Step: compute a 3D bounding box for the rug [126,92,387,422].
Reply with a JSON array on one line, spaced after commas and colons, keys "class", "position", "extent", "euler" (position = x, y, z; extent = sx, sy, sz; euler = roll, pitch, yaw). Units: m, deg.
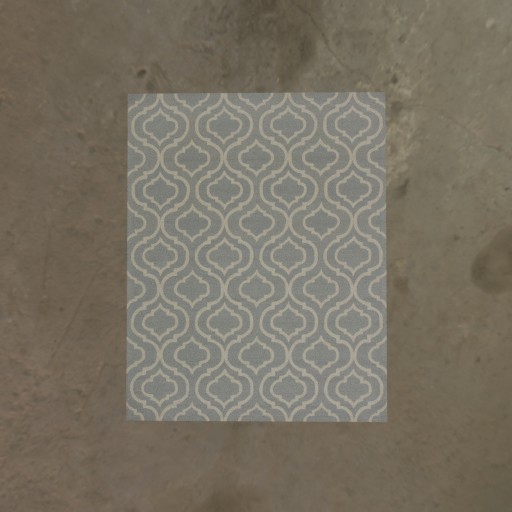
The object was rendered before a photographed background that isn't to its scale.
[{"class": "rug", "position": [0.000, 0.000, 3.907], "extent": [2.283, 0.006, 2.892], "euler": [0, 89, 1]}]
